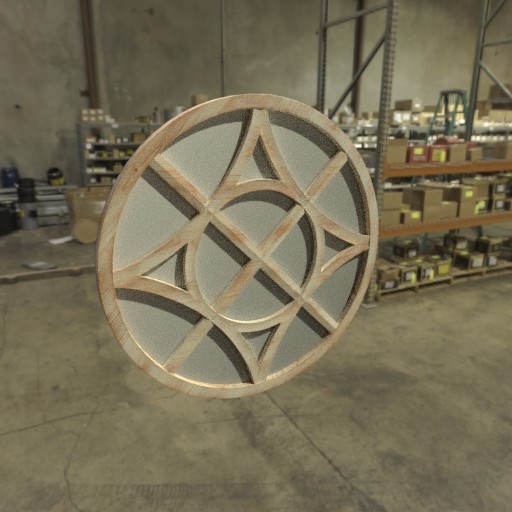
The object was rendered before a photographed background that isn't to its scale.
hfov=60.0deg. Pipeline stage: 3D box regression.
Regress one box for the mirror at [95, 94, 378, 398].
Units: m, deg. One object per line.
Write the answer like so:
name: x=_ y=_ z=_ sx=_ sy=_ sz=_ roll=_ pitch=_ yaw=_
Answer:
mirror: x=0.000 y=0.000 z=1.036 sx=0.710 sy=0.710 sz=0.038 roll=-8 pitch=18 yaw=-26
